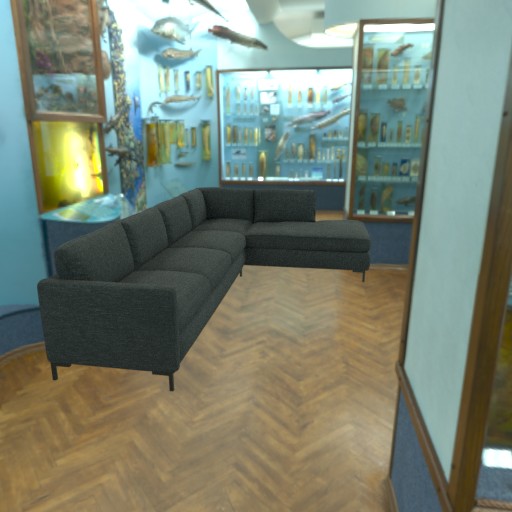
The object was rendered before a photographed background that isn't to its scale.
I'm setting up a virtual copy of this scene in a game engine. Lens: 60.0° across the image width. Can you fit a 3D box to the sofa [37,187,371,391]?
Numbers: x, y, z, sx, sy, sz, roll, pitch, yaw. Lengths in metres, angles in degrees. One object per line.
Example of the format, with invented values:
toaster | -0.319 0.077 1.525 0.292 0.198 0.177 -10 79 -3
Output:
sofa | 0.000 0.000 3.722 2.007 0.815 2.949 3 16 9
